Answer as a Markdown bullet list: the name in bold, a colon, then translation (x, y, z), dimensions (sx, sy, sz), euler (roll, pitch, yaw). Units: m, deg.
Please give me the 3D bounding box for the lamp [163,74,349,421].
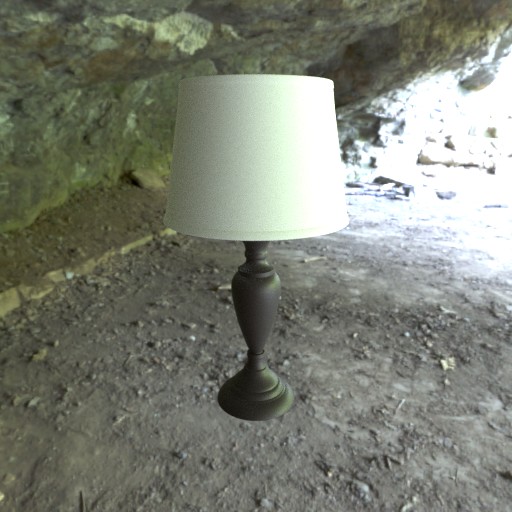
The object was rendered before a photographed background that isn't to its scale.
- **lamp**: translation (0.000, 0.000, 0.835), dimensions (0.335, 0.611, 0.335), euler (0, 16, 0)
